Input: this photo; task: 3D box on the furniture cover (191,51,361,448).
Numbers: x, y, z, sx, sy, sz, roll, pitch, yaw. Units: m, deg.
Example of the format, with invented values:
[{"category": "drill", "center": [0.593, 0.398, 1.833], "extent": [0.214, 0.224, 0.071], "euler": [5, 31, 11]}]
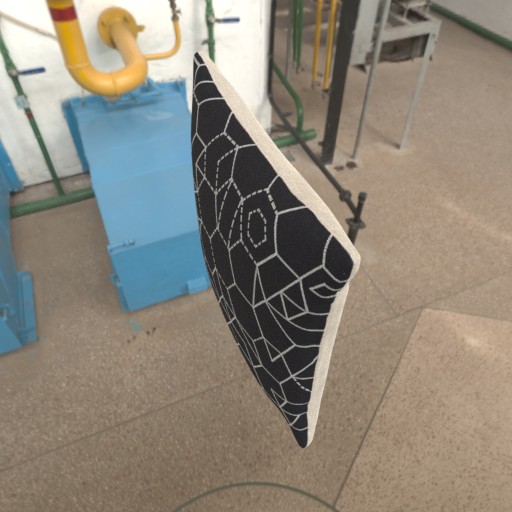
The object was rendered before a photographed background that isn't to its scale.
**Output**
[{"category": "furniture cover", "center": [0.000, 0.000, 0.773], "extent": [0.158, 0.508, 0.517], "euler": [-17, 49, -15]}]
